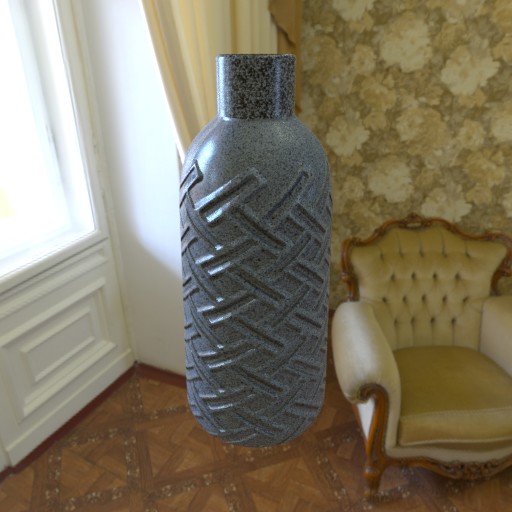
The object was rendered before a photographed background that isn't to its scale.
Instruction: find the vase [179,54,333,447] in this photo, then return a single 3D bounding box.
[{"bbox_3d":[0.000,0.000,0.341,0.122,0.282,0.122,0,25,0],"label":"vase"}]
